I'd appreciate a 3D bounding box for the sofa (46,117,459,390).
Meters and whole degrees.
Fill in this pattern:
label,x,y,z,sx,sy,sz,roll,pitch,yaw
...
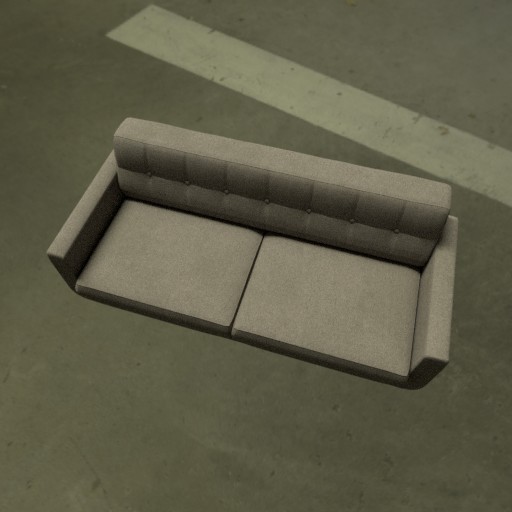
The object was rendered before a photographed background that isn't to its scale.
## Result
label,x,y,z,sx,sy,sz,roll,pitch,yaw
sofa,0.000,0.000,2.450,2.029,0.841,0.909,14,58,9
